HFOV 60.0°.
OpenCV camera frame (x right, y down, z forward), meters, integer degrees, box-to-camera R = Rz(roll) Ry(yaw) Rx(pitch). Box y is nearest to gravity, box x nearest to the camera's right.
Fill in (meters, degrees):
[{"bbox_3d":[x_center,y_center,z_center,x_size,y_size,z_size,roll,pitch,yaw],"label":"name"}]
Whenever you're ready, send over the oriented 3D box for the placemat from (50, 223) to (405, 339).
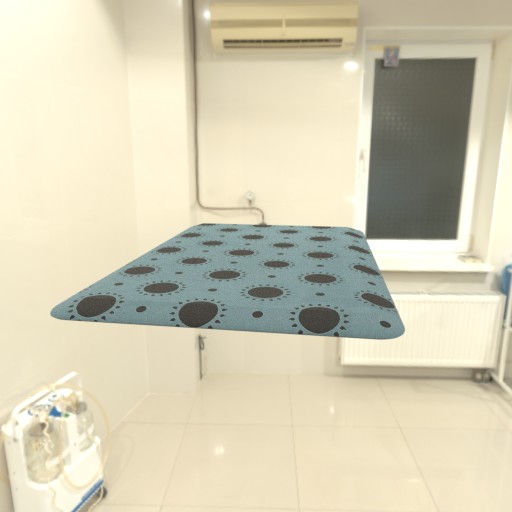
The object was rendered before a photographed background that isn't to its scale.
[{"bbox_3d":[0.000,0.000,0.957,0.508,0.021,0.762,2,14,8],"label":"placemat"}]
